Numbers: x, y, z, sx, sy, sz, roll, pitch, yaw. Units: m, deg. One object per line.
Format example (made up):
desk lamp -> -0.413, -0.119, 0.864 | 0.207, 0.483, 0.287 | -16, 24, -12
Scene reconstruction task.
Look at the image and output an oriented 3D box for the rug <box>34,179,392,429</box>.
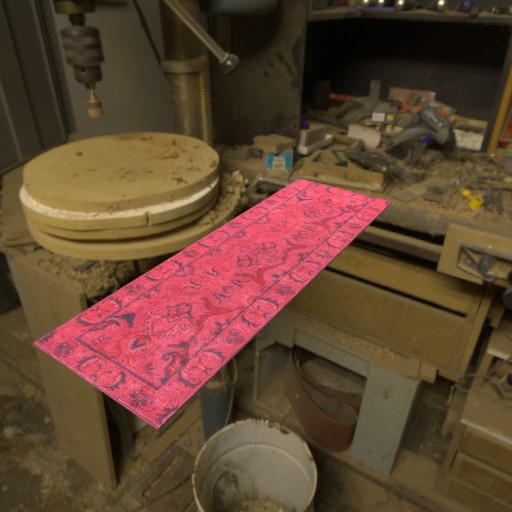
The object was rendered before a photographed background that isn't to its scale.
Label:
rug -> 0.000, 0.000, 2.703 | 0.813, 0.018, 2.439 | 20, 37, 29
